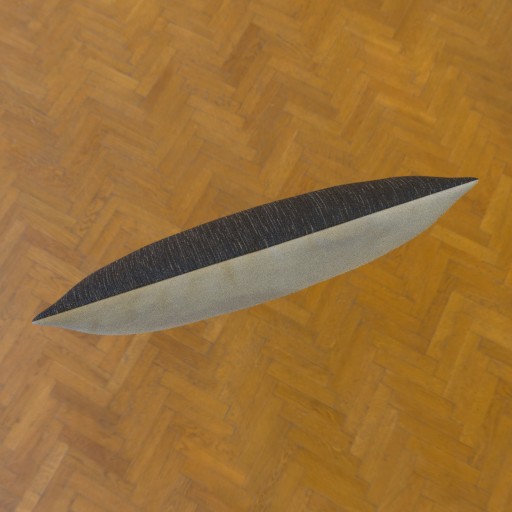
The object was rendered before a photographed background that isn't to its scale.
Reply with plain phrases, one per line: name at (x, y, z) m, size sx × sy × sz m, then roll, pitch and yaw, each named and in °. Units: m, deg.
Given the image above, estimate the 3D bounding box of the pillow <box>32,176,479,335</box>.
pillow at (0.000, 0.000, 0.721) m, size 0.608 × 0.305 × 0.156 m, roll -18°, pitch 77°, yaw -4°
